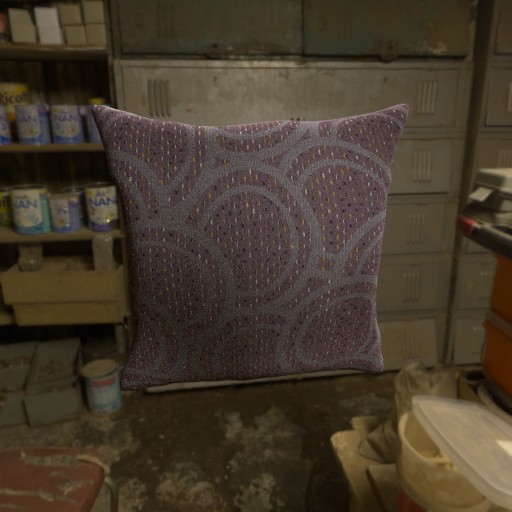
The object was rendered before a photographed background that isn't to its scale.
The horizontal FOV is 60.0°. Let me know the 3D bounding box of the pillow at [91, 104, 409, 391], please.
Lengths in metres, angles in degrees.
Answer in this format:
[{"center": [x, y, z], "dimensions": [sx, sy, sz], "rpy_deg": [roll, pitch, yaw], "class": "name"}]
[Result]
[{"center": [0.000, 0.000, 0.787], "dimensions": [0.514, 0.513, 0.163], "rpy_deg": [-2, 18, -7], "class": "pillow"}]
